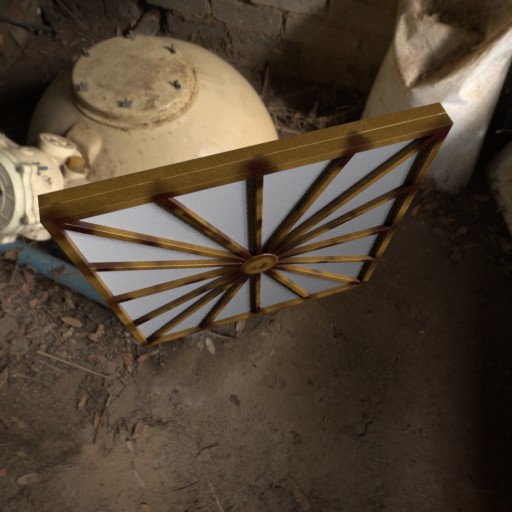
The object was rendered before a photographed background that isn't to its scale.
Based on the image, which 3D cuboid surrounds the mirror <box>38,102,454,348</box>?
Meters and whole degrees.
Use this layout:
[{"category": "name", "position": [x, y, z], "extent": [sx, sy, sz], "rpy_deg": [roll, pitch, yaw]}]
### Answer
[{"category": "mirror", "position": [0.000, 0.000, 0.755], "extent": [0.509, 0.507, 0.042], "rpy_deg": [-15, 64, -8]}]
